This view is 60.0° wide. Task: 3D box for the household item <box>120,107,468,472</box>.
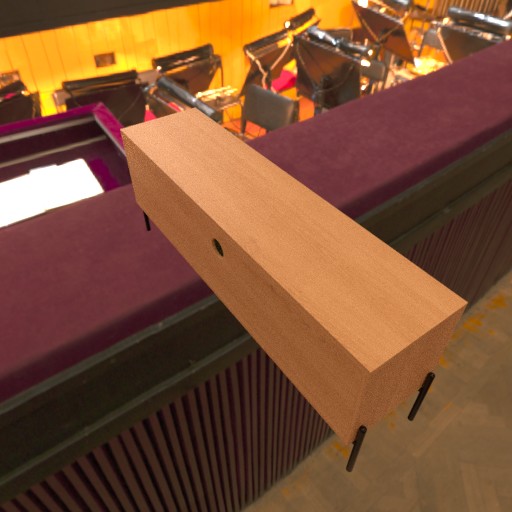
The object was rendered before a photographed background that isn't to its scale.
[{"bbox_3d":[0.000,0.000,1.795,0.400,0.600,1.550,-26,49,-25],"label":"household item"}]
